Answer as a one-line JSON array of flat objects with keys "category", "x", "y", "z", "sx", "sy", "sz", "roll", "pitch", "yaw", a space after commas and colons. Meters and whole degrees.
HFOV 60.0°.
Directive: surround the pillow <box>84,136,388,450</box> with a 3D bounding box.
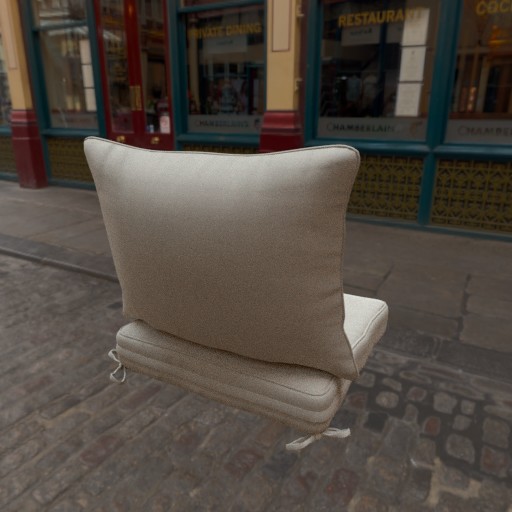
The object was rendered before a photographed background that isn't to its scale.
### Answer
[{"category": "pillow", "x": 0.000, "y": 0.000, "z": 1.365, "sx": 0.798, "sy": 0.716, "sz": 0.733, "roll": 9, "pitch": 20, "yaw": 28}]
